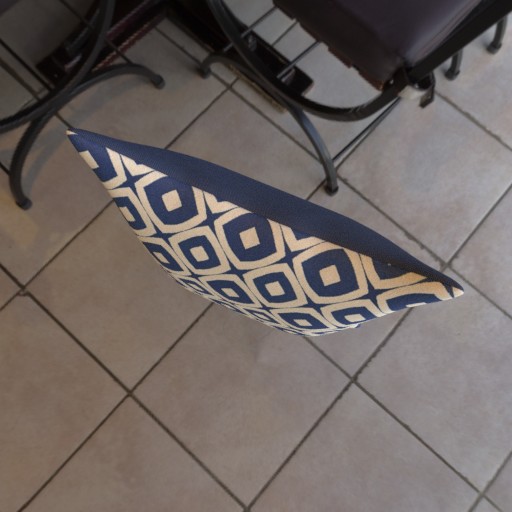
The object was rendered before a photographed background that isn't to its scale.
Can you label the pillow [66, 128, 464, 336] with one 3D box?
[{"bbox_3d":[0.000,0.000,0.753,0.504,0.494,0.188,23,78,5],"label":"pillow"}]
